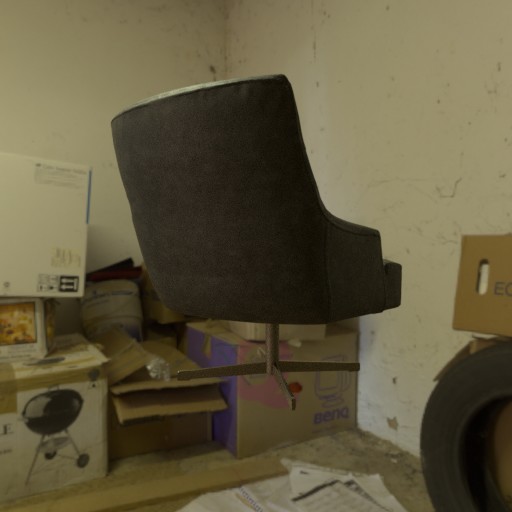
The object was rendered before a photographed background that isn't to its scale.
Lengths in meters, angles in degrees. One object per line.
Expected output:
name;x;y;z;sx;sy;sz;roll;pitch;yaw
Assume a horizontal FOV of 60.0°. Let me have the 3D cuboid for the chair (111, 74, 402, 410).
chair;0.000;0.000;1.503;0.738;0.870;0.874;1;1;37
